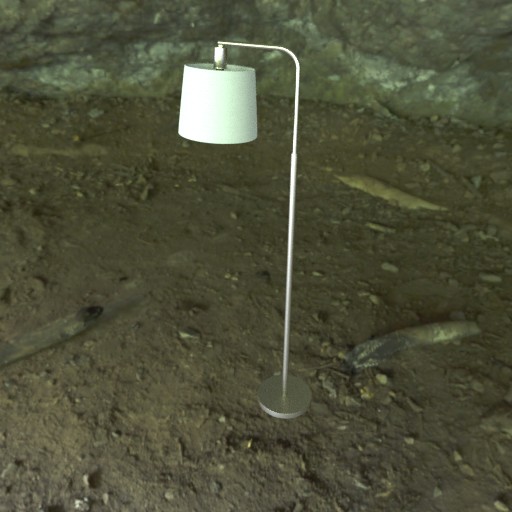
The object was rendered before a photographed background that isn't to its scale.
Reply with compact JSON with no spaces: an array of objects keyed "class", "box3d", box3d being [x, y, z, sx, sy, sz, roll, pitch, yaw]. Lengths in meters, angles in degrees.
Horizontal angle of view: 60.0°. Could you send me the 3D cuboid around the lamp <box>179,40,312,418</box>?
[{"class":"lamp","box3d":[0.000,0.000,1.685,0.508,1.478,0.254,0,28,0]}]
